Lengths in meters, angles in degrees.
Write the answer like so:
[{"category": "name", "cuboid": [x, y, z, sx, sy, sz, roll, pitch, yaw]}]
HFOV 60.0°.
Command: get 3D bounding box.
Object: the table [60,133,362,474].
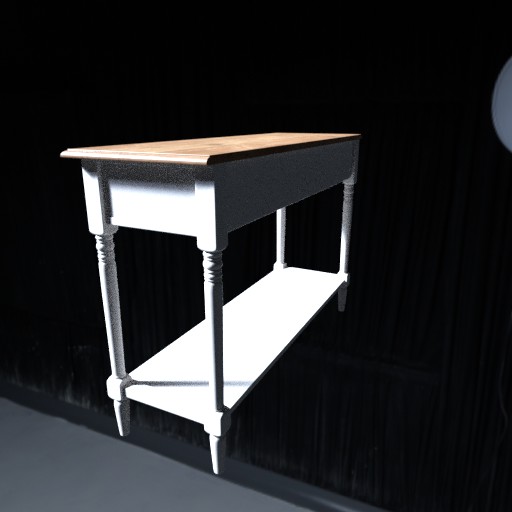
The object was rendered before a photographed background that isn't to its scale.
[{"category": "table", "cuboid": [0.000, 0.000, 1.573, 0.399, 0.800, 1.219, 9, 19, 25]}]
